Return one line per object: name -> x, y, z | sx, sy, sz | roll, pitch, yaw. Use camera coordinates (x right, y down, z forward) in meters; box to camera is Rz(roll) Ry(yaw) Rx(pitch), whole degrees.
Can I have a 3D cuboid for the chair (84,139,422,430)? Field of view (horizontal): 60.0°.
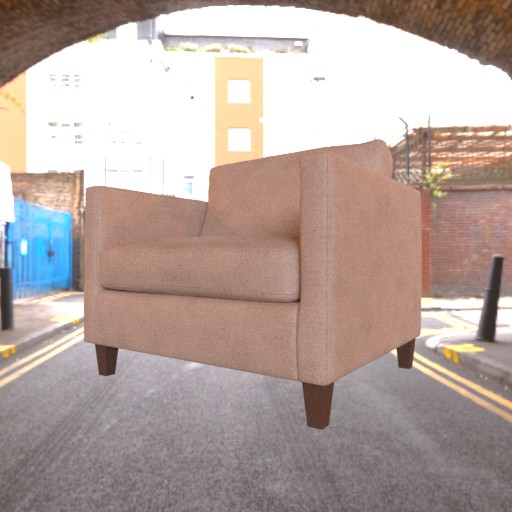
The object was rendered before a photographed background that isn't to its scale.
chair -> 0.000, 0.000, 1.862 | 1.133, 0.961, 0.959 | 0, 0, 35
